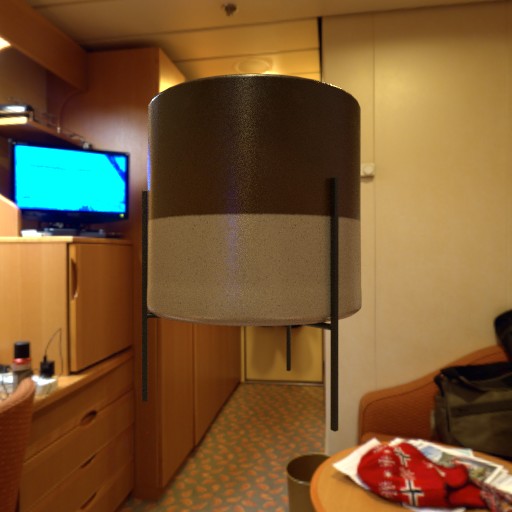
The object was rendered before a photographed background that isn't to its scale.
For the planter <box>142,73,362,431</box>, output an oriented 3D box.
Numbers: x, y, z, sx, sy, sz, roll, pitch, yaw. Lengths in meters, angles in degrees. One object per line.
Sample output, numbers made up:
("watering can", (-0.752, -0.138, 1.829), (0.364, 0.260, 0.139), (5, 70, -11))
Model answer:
("planter", (0.000, 0.000, 0.728), (0.345, 0.465, 0.354), (0, 0, -37))
